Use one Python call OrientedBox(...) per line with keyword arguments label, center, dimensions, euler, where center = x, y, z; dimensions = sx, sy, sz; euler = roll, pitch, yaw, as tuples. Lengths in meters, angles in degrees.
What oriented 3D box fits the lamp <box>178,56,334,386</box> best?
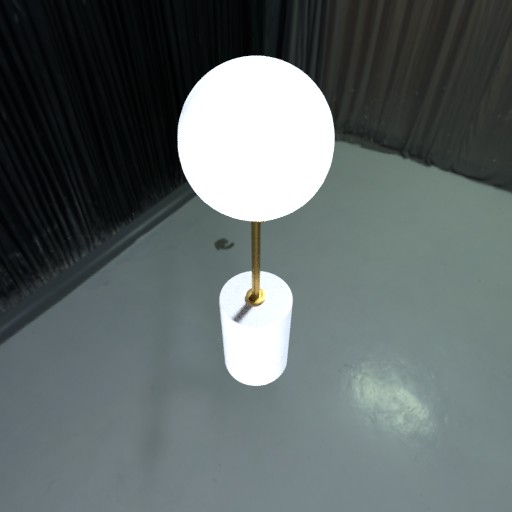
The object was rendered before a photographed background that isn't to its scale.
OrientedBox(label="lamp", center=(0.000, 0.000, 0.556), dimensions=(0.153, 0.480, 0.153), euler=(0, 46, 0))
